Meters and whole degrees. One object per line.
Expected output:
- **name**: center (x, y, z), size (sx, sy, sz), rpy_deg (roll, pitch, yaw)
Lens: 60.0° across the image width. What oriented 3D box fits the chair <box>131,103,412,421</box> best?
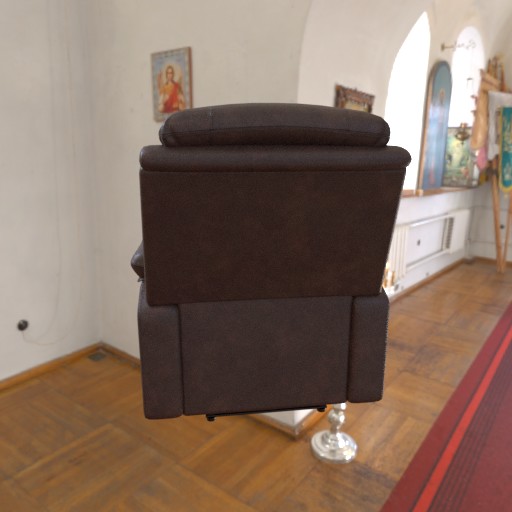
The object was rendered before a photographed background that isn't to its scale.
- **chair**: center (0.000, 0.000, 1.614), size (0.855, 0.992, 0.919), rpy_deg (-2, 14, -8)
